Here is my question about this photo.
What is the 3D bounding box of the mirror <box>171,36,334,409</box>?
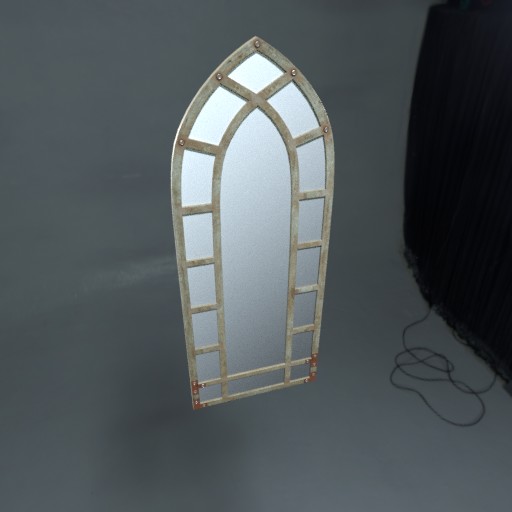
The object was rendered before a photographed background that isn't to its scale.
[{"bbox_3d":[0.000,0.000,1.319,0.464,1.175,0.025,-9,33,-14],"label":"mirror"}]
